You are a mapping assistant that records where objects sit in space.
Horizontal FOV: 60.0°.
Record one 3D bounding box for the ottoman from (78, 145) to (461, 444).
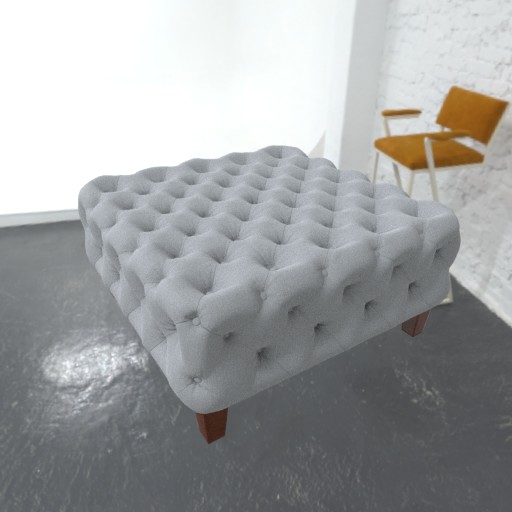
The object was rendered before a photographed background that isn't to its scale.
[{"bbox_3d":[0.000,0.000,1.205,0.758,0.365,0.764,-18,34,-28],"label":"ottoman"}]
